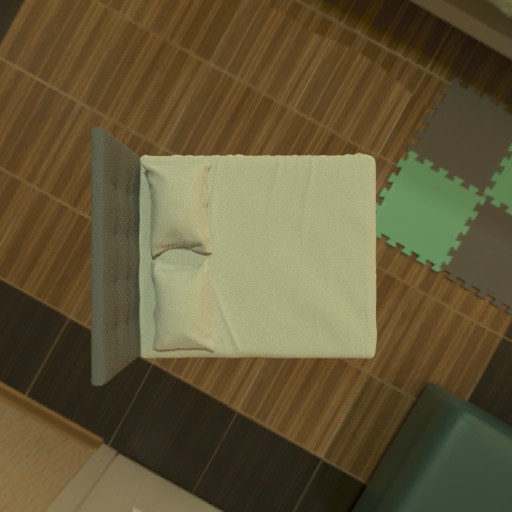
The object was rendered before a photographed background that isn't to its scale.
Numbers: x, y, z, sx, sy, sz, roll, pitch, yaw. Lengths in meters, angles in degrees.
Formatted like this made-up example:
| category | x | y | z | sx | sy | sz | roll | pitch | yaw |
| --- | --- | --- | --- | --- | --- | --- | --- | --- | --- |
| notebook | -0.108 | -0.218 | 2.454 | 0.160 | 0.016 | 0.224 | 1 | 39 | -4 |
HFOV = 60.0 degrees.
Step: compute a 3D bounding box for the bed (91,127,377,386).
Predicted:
| category | x | y | z | sx | sy | sz | roll | pitch | yaw |
| --- | --- | --- | --- | --- | --- | --- | --- | --- | --- |
| bed | 0.000 | 0.000 | 3.538 | 2.222 | 1.577 | 1.936 | 0 | 90 | 1 |
